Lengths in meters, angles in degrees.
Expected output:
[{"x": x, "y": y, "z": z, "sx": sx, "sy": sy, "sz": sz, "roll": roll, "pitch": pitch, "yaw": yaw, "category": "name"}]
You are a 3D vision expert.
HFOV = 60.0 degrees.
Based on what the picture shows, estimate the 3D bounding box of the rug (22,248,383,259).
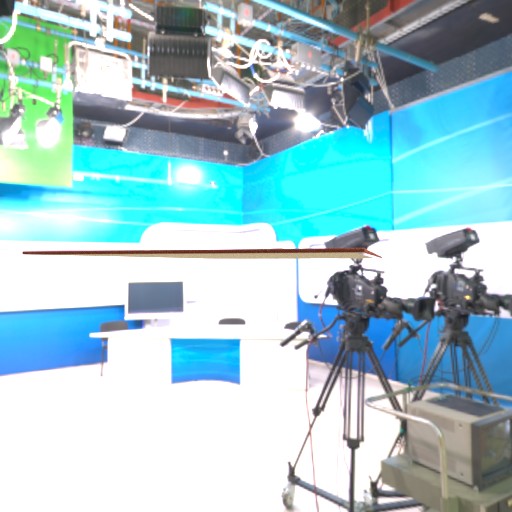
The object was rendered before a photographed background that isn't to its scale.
[{"x": 0.000, "y": 0.000, "z": 2.302, "sx": 1.219, "sy": 0.014, "sz": 1.829, "roll": 0, "pitch": -1, "yaw": 17, "category": "rug"}]
